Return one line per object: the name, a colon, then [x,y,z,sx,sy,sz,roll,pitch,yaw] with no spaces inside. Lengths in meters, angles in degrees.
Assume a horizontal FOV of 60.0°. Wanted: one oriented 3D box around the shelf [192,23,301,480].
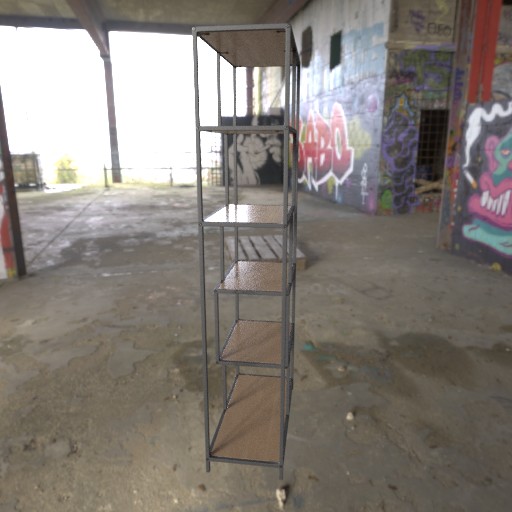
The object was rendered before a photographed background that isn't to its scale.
shelf: [0.000,0.000,2.135,0.350,1.850,0.770,2,14,8]
